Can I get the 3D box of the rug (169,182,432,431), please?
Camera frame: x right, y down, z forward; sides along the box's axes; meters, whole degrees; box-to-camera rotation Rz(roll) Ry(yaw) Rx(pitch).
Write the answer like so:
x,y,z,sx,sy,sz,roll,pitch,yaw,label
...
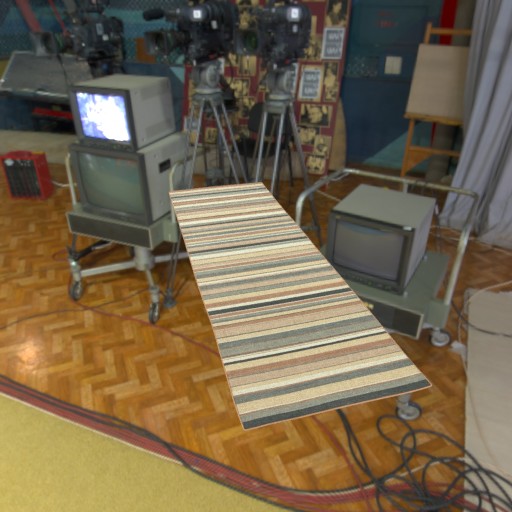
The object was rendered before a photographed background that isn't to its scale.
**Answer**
x,y,z,sx,sy,sz,roll,pitch,yaw,label
0.000,0.000,2.721,0.799,0.010,2.444,-8,31,-14,rug
